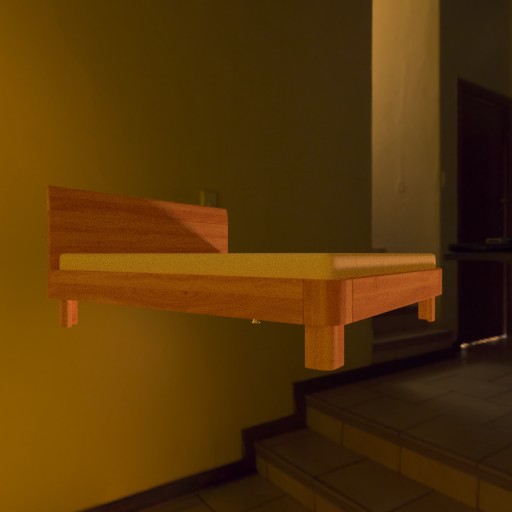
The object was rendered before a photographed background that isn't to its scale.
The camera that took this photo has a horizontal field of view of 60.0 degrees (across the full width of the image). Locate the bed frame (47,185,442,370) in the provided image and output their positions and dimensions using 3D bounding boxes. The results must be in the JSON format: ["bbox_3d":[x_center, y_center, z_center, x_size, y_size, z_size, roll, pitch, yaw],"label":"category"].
[{"bbox_3d":[0.000,0.000,3.118,2.092,0.940,1.872,0,0,35],"label":"bed frame"}]
